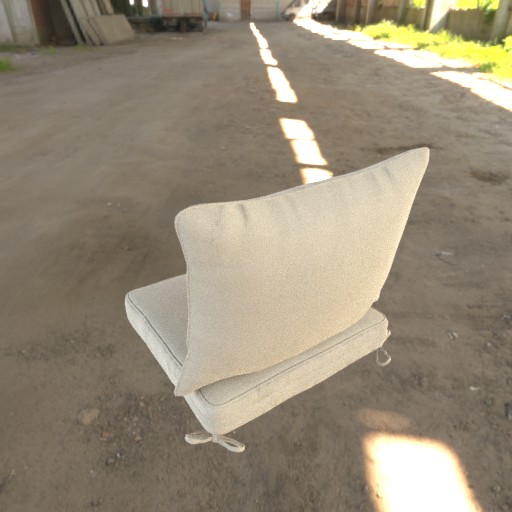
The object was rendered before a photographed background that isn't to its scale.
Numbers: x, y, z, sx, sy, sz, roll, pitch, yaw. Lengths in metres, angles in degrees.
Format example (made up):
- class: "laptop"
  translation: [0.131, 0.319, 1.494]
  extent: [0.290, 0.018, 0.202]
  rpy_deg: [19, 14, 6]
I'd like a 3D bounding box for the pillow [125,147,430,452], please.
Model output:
- class: "pillow"
  translation: [0.000, 0.000, 1.397]
  extent: [0.798, 0.716, 0.733]
  rpy_deg: [-19, 35, -30]
